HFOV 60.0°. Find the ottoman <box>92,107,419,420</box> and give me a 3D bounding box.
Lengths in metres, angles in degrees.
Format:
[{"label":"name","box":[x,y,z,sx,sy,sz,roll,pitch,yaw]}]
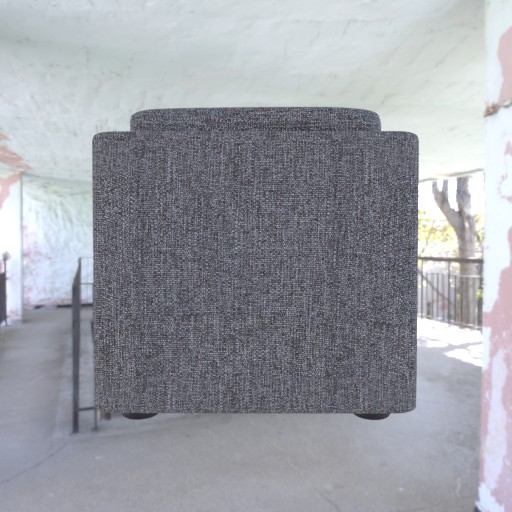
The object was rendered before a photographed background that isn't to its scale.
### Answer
[{"label":"ottoman","box":[0.000,0.000,0.822,0.450,0.460,0.450,0,2,0]}]
